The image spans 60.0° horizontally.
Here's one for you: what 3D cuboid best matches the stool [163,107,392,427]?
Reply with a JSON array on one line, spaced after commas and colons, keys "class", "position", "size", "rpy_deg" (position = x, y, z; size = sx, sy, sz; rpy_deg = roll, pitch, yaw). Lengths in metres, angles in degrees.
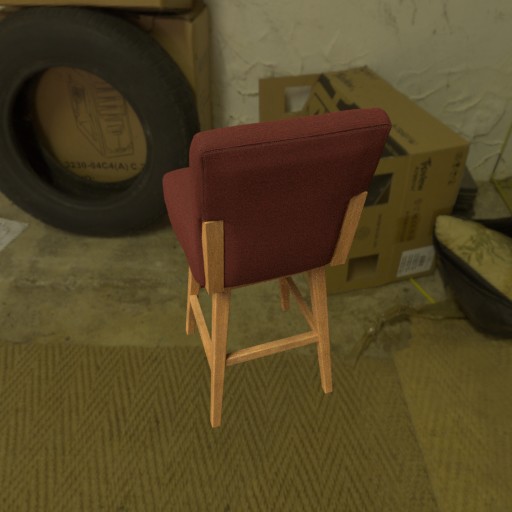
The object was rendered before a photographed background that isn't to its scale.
[{"class": "stool", "position": [0.000, 0.000, 1.383], "size": [0.468, 1.093, 0.562], "rpy_deg": [-12, 42, -14]}]
